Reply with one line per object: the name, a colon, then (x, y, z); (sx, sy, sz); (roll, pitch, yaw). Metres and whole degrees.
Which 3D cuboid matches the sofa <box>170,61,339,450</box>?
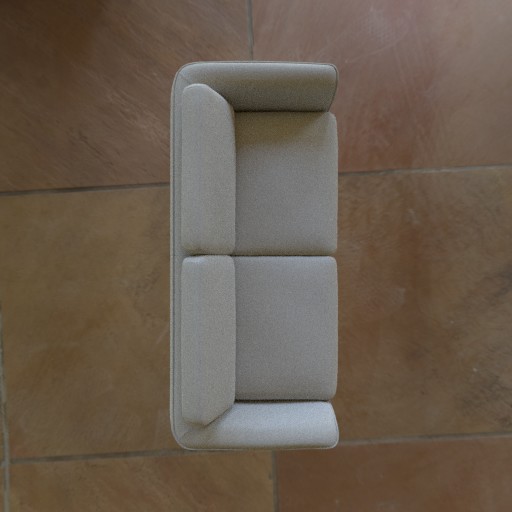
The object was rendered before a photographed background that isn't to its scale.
sofa: (0.000, 0.000, 2.460); (0.920, 0.850, 2.000); (0, 90, 0)
